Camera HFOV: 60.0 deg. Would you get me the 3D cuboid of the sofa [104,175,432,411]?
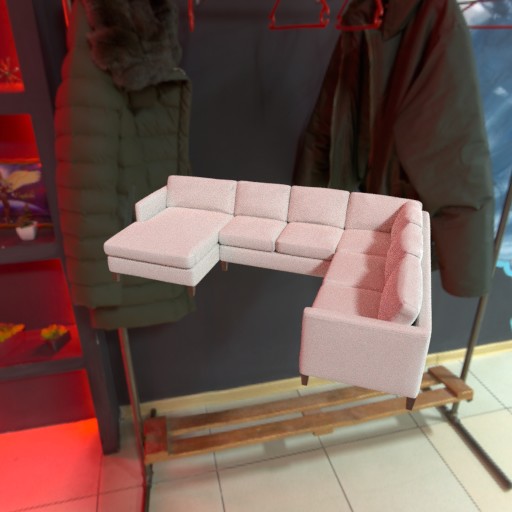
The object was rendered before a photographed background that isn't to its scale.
[{"bbox_3d":[0.000,0.000,4.742,3.459,0.956,2.593,9,28,17],"label":"sofa"}]
